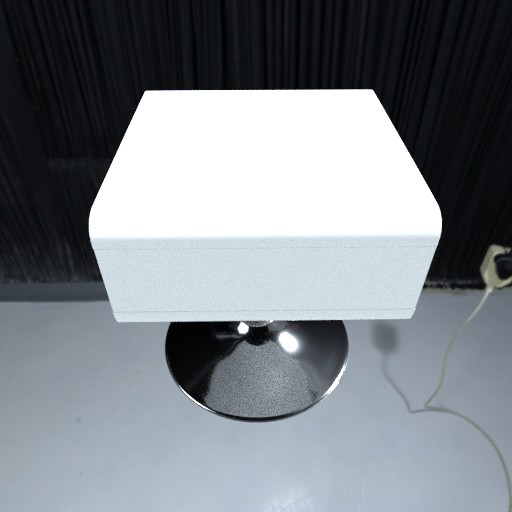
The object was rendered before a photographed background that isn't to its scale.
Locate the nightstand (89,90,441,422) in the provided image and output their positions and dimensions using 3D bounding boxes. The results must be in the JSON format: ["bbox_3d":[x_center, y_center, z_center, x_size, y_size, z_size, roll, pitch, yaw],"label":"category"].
[{"bbox_3d":[0.000,0.000,0.771,0.404,0.447,0.399,-1,41,-1],"label":"nightstand"}]
